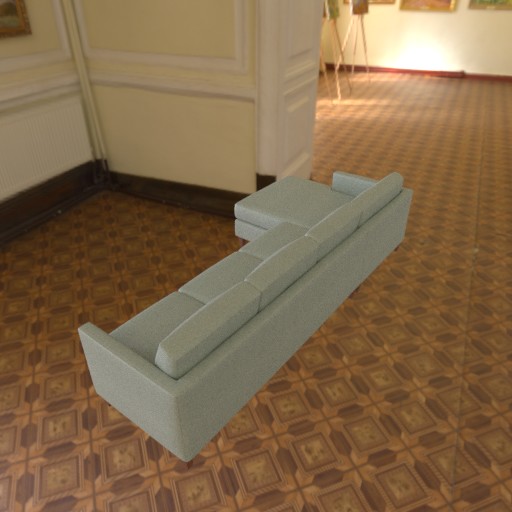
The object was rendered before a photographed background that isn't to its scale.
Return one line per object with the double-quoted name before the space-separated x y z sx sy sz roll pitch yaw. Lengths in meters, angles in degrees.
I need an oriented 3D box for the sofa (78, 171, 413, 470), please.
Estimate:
"sofa" 0.000 0.000 4.086 1.600 0.953 3.470 23 39 31
